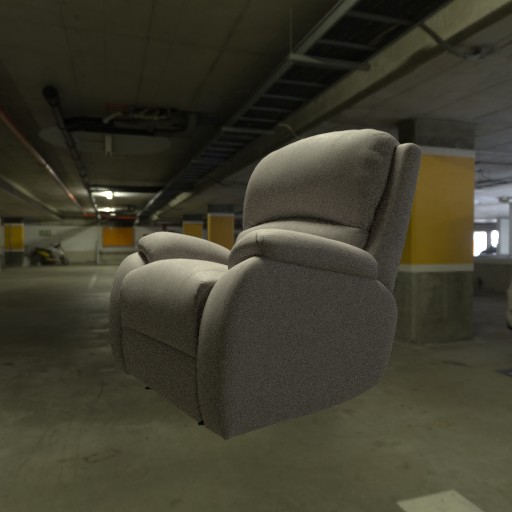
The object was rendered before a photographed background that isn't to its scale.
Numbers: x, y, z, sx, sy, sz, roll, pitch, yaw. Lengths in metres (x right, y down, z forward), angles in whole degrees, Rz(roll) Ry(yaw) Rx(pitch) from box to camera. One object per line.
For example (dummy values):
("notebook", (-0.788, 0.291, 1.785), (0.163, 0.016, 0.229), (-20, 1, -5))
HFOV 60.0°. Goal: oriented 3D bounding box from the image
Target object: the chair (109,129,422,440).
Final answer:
("chair", (0.000, 0.000, 1.721), (0.899, 1.011, 0.930), (-1, 2, -36))
